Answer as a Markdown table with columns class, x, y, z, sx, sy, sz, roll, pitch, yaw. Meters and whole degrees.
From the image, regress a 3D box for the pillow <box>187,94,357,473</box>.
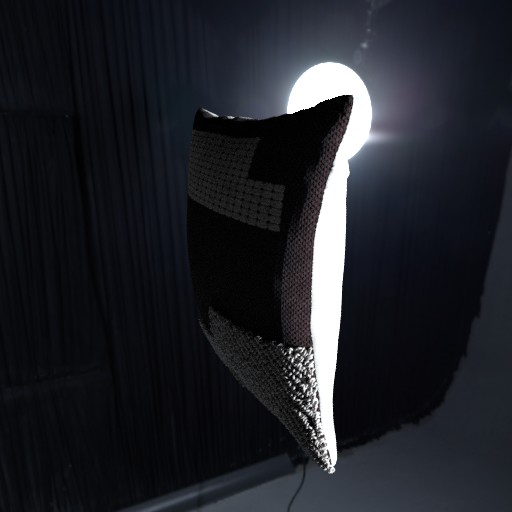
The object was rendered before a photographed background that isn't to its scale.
| class | x | y | z | sx | sy | sz | roll | pitch | yaw |
| --- | --- | --- | --- | --- | --- | --- | --- | --- | --- |
| pillow | 0.000 | 0.000 | 0.716 | 0.178 | 0.473 | 0.475 | -7 | 18 | -25 |
